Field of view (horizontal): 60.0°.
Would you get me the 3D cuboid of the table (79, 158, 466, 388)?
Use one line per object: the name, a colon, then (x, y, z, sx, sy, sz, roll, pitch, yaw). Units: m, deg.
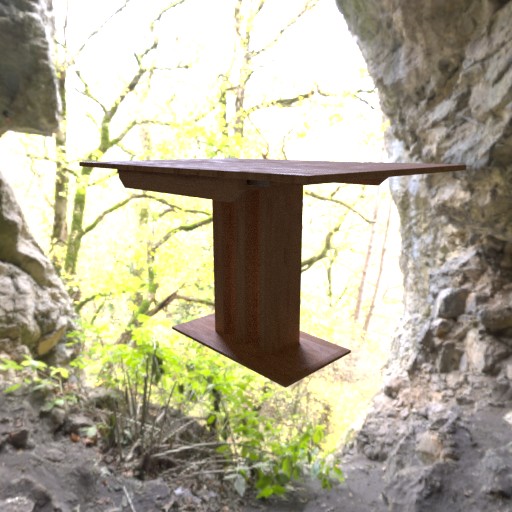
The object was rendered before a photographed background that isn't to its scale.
table: (0.000, 0.000, 1.876, 0.900, 0.770, 1.300, -13, 19, -42)
